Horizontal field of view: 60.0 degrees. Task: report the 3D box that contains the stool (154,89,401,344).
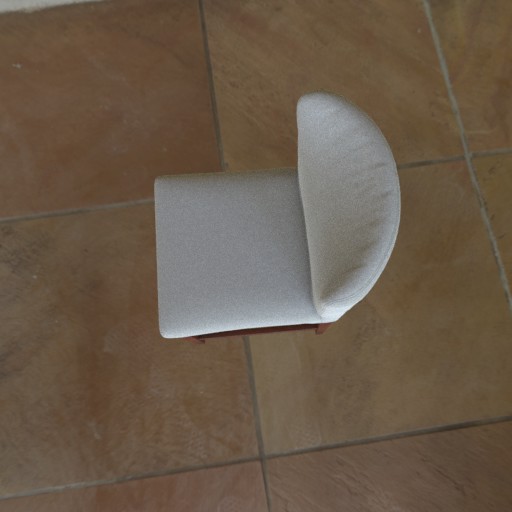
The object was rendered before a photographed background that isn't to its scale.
[{"bbox_3d":[0.000,0.000,1.375,0.568,1.069,0.479,-5,75,-1],"label":"stool"}]
